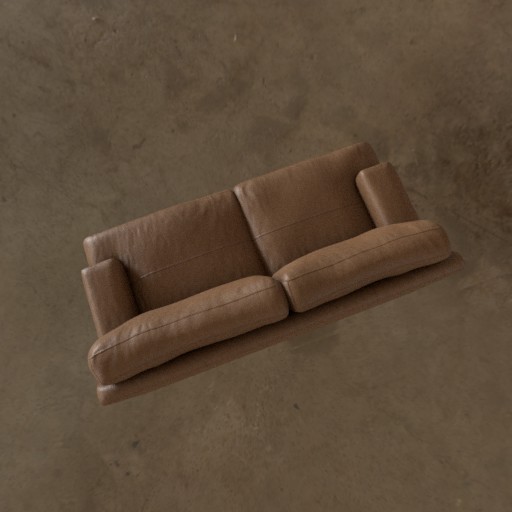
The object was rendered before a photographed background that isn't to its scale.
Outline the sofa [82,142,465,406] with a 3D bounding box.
[{"bbox_3d":[0.000,0.000,2.458,1.855,0.980,0.962,-20,77,-5],"label":"sofa"}]
